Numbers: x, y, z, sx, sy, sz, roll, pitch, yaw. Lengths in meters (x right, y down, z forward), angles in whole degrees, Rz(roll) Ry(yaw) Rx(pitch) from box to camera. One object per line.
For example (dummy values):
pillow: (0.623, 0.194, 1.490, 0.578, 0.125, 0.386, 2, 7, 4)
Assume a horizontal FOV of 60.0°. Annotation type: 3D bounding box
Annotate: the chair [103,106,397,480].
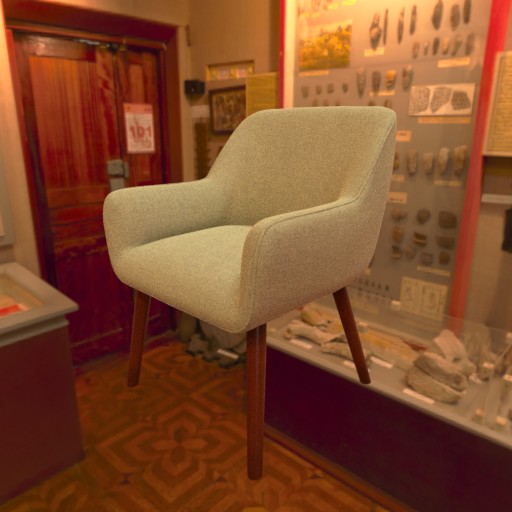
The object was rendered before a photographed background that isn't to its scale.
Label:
chair: (0.000, 0.000, 1.254, 0.610, 0.813, 0.610, 16, 23, 42)
